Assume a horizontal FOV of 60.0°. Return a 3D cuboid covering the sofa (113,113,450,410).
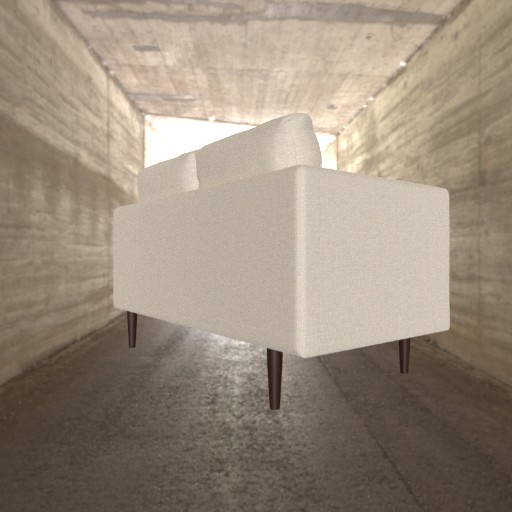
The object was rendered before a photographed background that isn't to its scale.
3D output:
[{"bbox_3d":[0.000,0.000,1.979,0.796,0.908,1.430,0,0,-37],"label":"sofa"}]
